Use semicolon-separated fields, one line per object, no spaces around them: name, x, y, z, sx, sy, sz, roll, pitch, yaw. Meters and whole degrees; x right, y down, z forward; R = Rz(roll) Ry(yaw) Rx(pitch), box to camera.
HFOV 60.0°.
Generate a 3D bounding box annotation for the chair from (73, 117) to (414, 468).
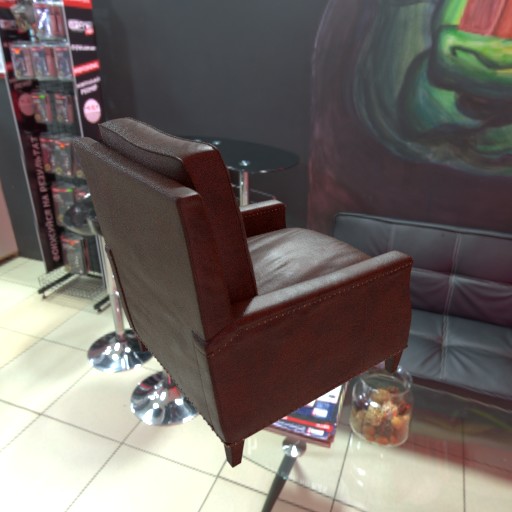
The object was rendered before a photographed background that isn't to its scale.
chair;0.000;0.000;1.752;1.035;1.054;0.854;-17;30;-32
